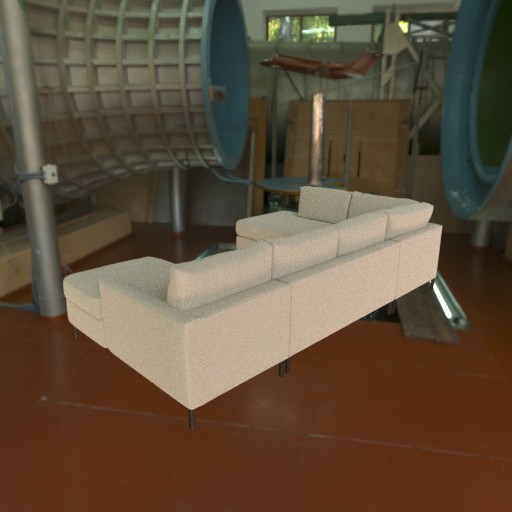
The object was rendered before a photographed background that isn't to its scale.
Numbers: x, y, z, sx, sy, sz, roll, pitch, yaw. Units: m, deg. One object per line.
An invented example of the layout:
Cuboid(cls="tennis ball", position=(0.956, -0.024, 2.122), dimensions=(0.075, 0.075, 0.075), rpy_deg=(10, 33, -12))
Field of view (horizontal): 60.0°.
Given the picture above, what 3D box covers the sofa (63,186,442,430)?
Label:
Cuboid(cls="sofa", position=(0.000, 0.000, 3.810), dimensions=(2.984, 0.862, 1.989), rpy_deg=(-16, 23, -42))
